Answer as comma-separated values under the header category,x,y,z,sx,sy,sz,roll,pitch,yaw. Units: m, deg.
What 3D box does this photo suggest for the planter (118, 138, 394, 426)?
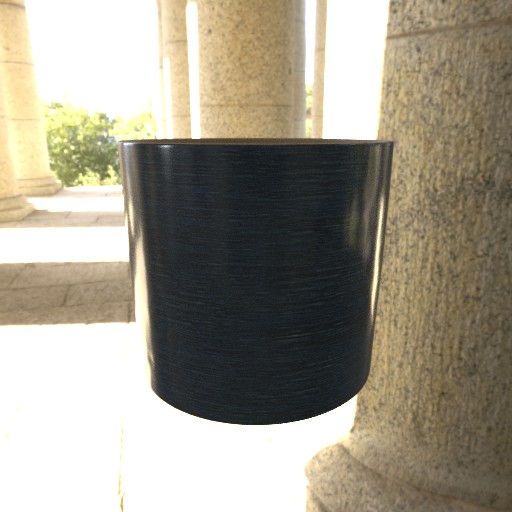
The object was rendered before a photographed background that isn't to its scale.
category,x,y,z,sx,sy,sz,roll,pitch,yaw
planter,0.000,0.000,0.398,0.221,0.201,0.221,0,16,0
